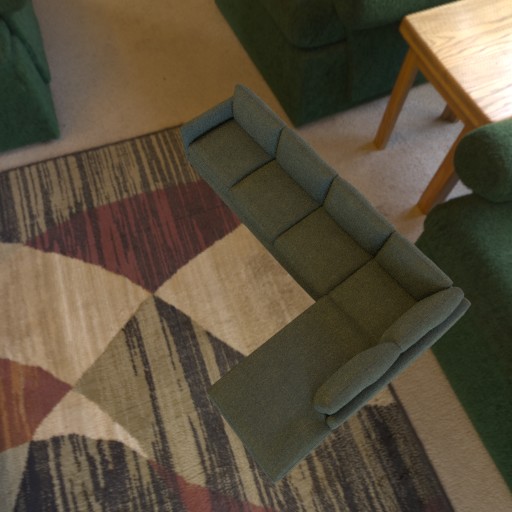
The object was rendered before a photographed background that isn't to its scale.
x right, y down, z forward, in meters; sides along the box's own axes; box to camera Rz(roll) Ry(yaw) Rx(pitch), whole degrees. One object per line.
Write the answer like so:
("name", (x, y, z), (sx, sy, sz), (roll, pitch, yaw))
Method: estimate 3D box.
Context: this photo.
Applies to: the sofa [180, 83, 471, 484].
("sofa", (0.000, 0.000, 3.836), (2.007, 0.815, 2.949), (-35, 69, -16))
